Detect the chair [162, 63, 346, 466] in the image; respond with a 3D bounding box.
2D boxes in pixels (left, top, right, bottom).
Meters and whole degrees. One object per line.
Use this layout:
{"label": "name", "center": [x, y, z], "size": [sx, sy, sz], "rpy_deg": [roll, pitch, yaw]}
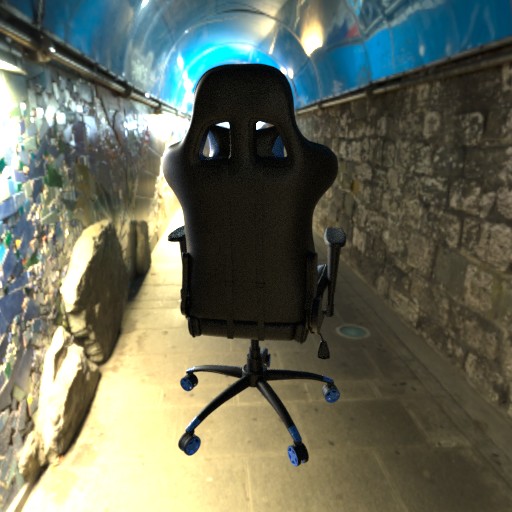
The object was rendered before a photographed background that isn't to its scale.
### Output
{"label": "chair", "center": [0.000, 0.000, 1.693], "size": [0.695, 1.282, 0.730], "rpy_deg": [2, 15, 8]}
